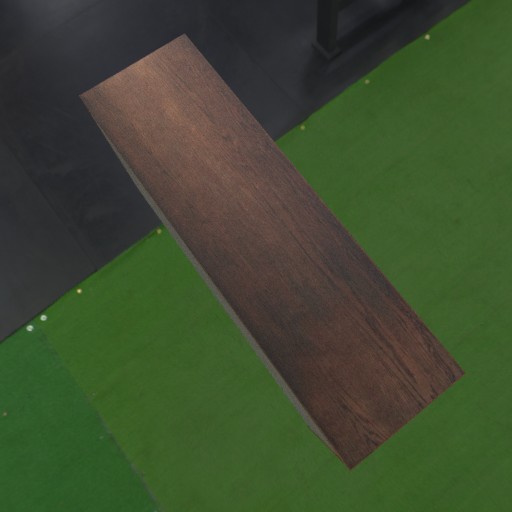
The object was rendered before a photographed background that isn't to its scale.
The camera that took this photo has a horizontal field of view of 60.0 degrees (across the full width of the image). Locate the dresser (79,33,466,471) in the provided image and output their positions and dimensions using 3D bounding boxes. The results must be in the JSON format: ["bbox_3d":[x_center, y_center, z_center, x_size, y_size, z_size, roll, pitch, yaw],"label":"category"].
[{"bbox_3d":[0.000,0.000,1.892,0.463,0.856,1.551,-35,78,-9],"label":"dresser"}]
